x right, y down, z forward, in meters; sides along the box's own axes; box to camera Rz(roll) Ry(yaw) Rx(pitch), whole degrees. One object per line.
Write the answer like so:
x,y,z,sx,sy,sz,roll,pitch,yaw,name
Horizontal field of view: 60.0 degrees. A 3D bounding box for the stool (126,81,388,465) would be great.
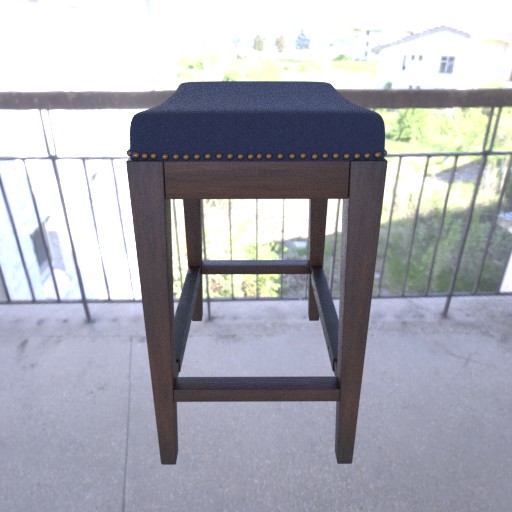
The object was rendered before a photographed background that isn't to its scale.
0.000,0.000,0.920,0.361,0.642,0.500,0,26,0,stool
